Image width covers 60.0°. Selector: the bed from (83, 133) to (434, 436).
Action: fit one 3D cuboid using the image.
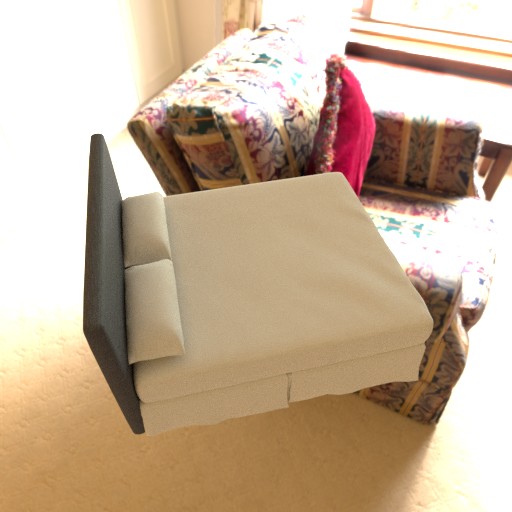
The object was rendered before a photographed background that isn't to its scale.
[{"bbox_3d":[0.000,0.000,3.325,2.142,1.330,1.884,-10,47,-9],"label":"bed"}]
